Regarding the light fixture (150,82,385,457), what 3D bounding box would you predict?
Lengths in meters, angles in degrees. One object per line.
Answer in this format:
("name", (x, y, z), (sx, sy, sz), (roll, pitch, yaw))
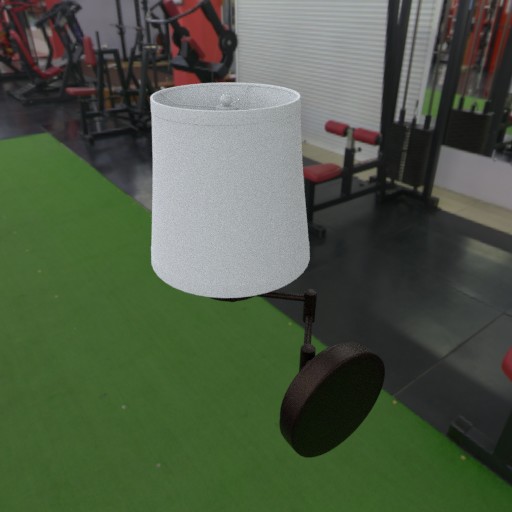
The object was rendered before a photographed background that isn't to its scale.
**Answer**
("light fixture", (0.000, 0.000, 0.259), (0.100, 0.172, 0.157), (-19, 35, -29))
